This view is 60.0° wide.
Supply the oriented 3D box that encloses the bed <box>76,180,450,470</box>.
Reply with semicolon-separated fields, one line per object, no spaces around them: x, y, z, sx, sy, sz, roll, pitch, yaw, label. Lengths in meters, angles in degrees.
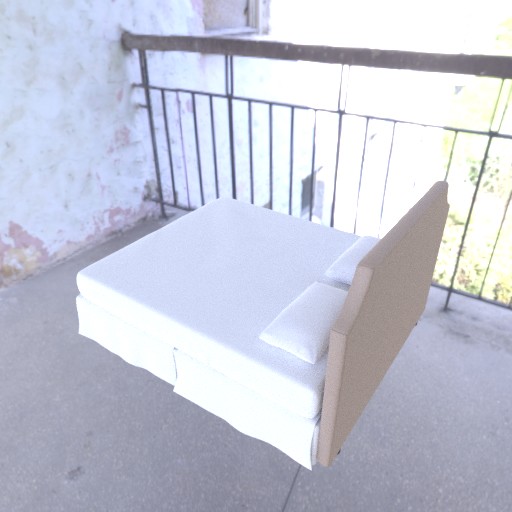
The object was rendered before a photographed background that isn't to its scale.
0.000;0.000;4.174;2.773;1.590;2.350;20;36;30;bed
